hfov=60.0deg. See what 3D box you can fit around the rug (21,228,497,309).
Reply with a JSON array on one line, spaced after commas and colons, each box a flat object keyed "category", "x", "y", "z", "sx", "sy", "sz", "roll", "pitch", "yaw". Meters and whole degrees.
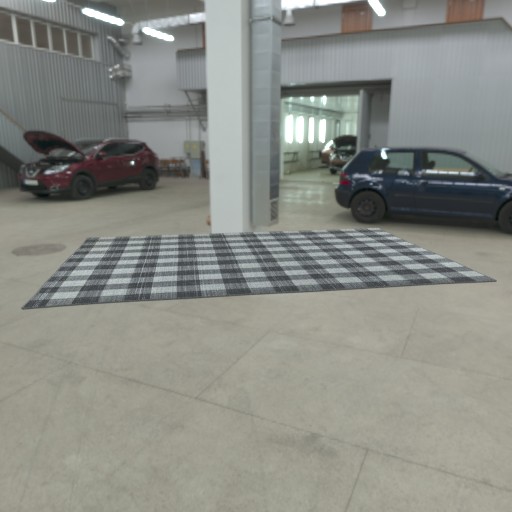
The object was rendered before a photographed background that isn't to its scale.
[{"category": "rug", "x": 0.000, "y": 0.000, "z": 2.993, "sx": 2.476, "sy": 0.011, "sz": 1.554, "roll": -2, "pitch": 15, "yaw": -9}]
